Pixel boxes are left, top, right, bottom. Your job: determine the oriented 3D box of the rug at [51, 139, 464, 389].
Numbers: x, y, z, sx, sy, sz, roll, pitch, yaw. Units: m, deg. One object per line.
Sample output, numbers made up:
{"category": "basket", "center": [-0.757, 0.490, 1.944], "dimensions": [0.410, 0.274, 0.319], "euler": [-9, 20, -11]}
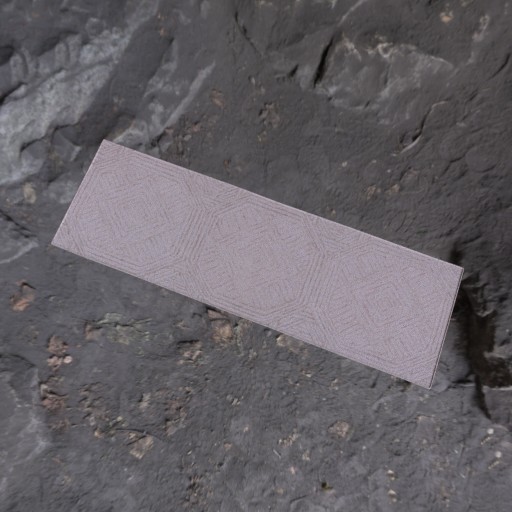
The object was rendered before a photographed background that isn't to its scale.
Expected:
{"category": "rug", "center": [0.000, 0.000, 2.751], "dimensions": [2.452, 0.012, 0.775], "euler": [20, 78, 5]}
